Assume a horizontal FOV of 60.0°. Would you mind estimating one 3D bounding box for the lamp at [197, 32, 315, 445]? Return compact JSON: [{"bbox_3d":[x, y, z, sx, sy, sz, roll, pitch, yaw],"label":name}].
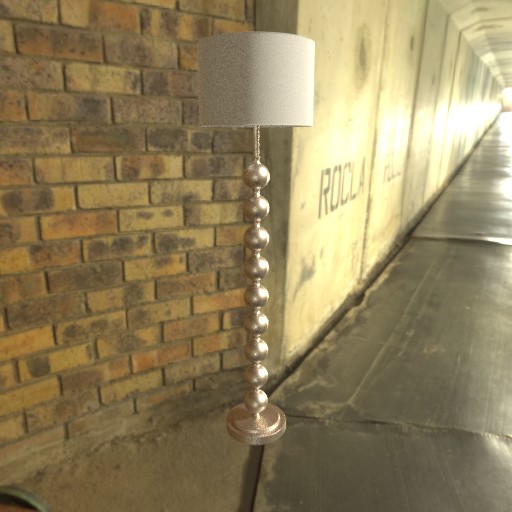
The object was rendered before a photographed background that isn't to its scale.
[{"bbox_3d":[0.000,0.000,1.672,0.394,1.474,0.394,-8,17,-29],"label":"lamp"}]
